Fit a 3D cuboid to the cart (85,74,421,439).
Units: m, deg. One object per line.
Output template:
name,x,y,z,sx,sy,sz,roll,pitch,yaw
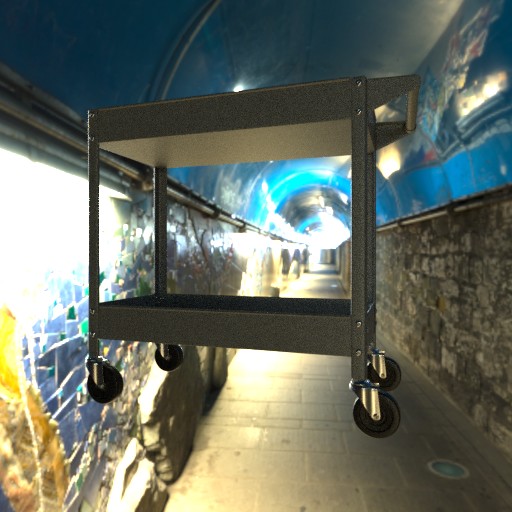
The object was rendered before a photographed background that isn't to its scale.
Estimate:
cart,0.000,0.000,1.133,0.779,0.719,0.366,0,0,18
